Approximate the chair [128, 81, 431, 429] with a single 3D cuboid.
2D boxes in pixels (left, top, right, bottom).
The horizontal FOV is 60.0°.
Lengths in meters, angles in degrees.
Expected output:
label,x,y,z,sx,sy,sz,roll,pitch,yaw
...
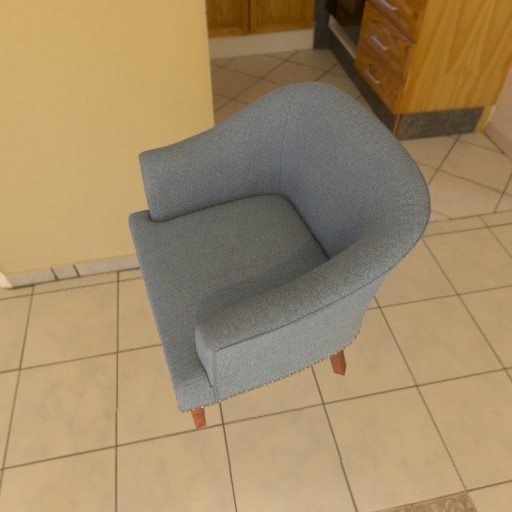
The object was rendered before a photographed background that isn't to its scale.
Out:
label,x,y,z,sx,sy,sz,roll,pitch,yaw
chair,0.000,0.000,1.395,0.704,0.815,0.798,-16,49,-14
